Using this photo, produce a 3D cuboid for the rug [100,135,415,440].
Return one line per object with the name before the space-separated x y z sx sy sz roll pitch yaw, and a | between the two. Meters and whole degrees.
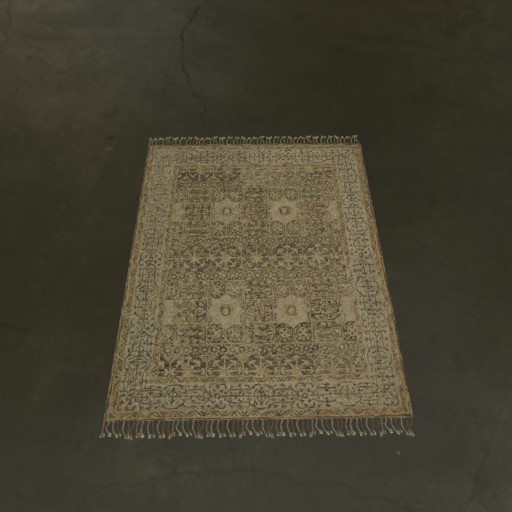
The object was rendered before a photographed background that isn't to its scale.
rug | 0.000 0.000 4.267 2.431 0.017 3.291 -1 58 0
